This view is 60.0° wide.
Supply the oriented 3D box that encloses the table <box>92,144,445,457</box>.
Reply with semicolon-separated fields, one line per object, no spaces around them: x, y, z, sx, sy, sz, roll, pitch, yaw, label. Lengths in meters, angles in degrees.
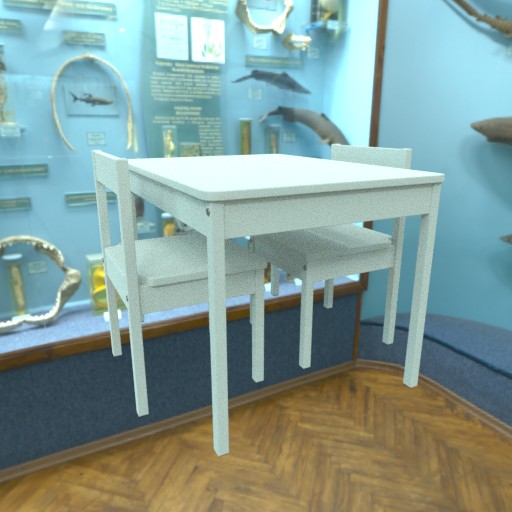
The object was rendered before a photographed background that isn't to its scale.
0.000;0.000;1.074;0.672;0.503;0.650;-8;19;-26;table
